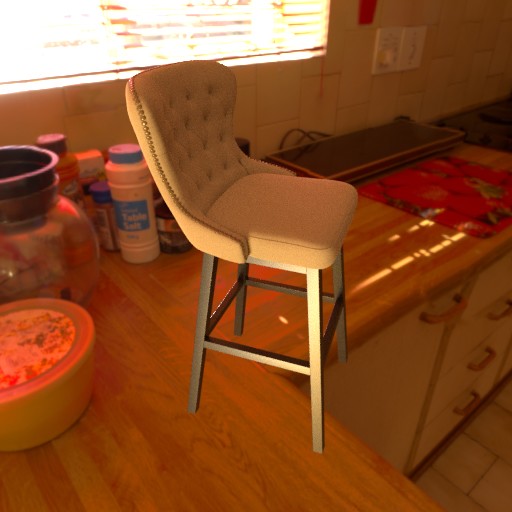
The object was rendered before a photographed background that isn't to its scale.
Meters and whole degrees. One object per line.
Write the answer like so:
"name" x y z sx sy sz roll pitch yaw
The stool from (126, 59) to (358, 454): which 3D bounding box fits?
"stool" 0.000 0.000 1.375 0.605 1.066 0.528 11 33 17
